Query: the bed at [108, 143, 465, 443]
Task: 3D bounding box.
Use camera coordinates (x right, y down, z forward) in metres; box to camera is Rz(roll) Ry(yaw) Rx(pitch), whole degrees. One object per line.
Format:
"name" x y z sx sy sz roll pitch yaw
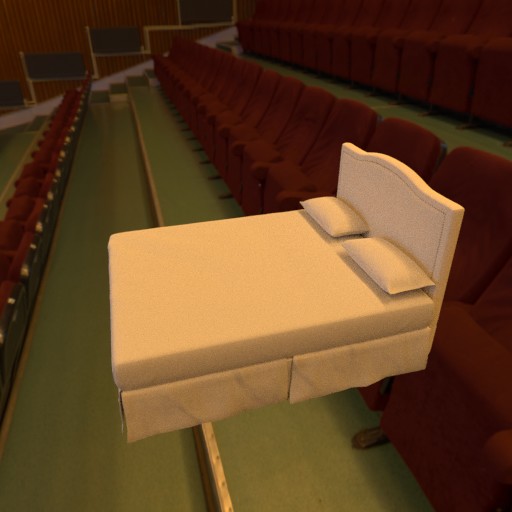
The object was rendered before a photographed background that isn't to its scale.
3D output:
"bed" 0.000 0.000 3.712 2.477 1.437 1.977 -8 31 -14
